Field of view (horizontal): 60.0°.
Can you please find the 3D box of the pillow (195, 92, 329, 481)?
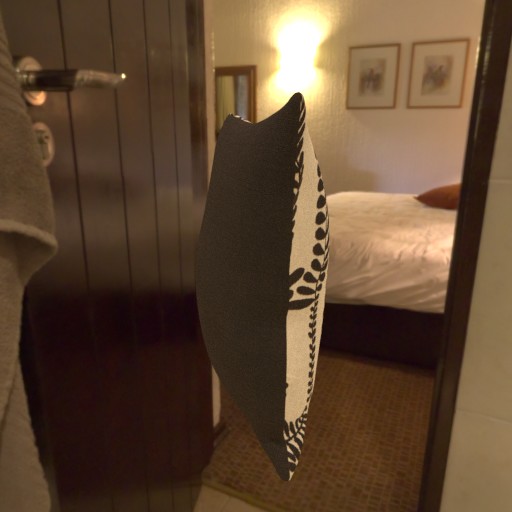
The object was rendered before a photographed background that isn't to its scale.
[{"bbox_3d":[0.000,0.000,0.674,0.182,0.441,0.440,-3,16,-12],"label":"pillow"}]
